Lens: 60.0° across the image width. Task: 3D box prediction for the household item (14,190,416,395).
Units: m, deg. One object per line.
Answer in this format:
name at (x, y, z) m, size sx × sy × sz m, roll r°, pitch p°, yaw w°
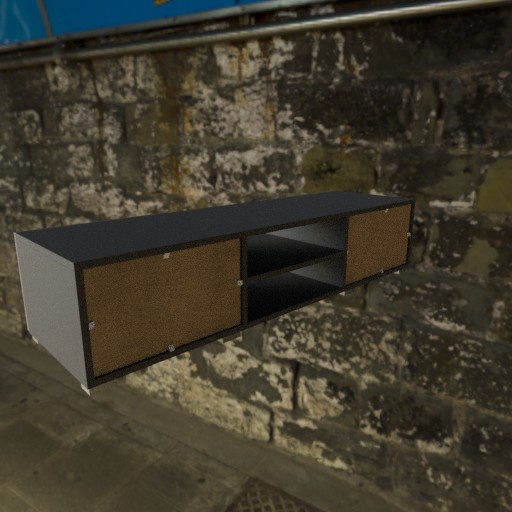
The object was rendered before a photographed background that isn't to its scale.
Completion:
household item at (0.000, 0.000, 1.547) m, size 1.400 × 0.310 × 0.420 m, roll -14°, pitch 20°, yaw -41°
